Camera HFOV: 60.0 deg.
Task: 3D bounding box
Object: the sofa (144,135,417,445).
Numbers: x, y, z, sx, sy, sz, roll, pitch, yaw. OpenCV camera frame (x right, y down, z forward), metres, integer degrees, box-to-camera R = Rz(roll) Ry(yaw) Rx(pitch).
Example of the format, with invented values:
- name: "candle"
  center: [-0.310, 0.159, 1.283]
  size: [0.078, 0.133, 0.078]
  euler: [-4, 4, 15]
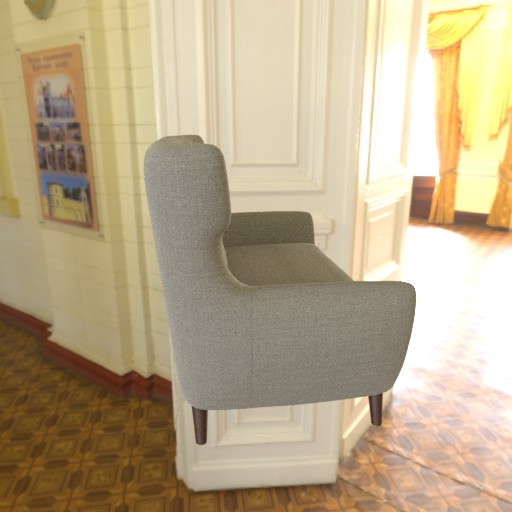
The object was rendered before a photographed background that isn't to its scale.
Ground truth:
- name: "sofa"
  center: [0.000, 0.000, 1.987]
  size: [0.884, 1.028, 1.386]
  euler: [-3, 17, -9]
